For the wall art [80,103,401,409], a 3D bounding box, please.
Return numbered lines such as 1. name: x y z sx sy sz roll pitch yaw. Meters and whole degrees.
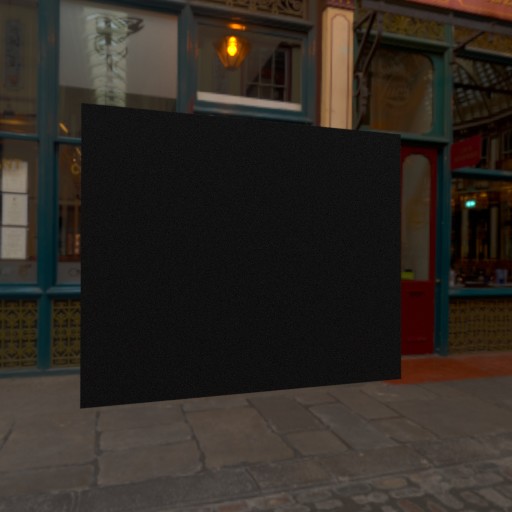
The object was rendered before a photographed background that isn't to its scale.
1. wall art: 0.000 0.000 0.759 0.558 0.457 0.031 0 -1 -17
